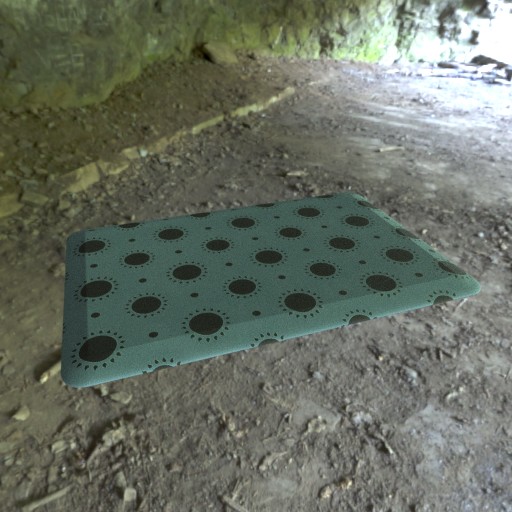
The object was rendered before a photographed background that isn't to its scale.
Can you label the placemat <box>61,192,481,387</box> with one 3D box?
[{"bbox_3d":[0.000,0.000,0.935,0.762,0.021,0.508,-10,32,-16],"label":"placemat"}]
